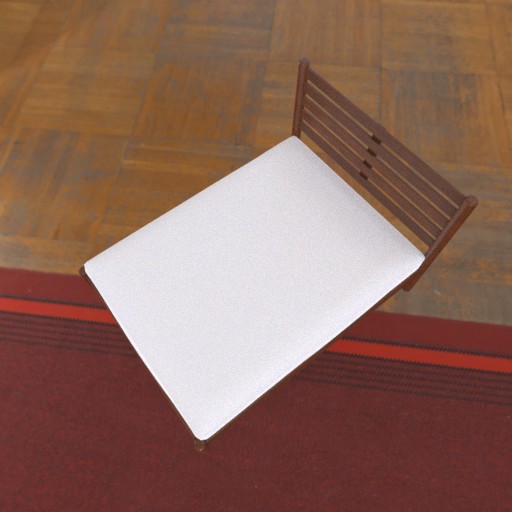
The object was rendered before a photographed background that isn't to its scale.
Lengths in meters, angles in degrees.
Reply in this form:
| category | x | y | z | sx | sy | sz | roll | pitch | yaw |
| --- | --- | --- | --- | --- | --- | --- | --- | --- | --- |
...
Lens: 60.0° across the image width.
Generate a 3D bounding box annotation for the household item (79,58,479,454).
| category | x | y | z | sx | sy | sz | roll | pitch | yaw |
| --- | --- | --- | --- | --- | --- | --- | --- | --- | --- |
| household item | 0.000 | 0.000 | 3.305 | 2.232 | 1.356 | 1.663 | -35 | 68 | -16 |
